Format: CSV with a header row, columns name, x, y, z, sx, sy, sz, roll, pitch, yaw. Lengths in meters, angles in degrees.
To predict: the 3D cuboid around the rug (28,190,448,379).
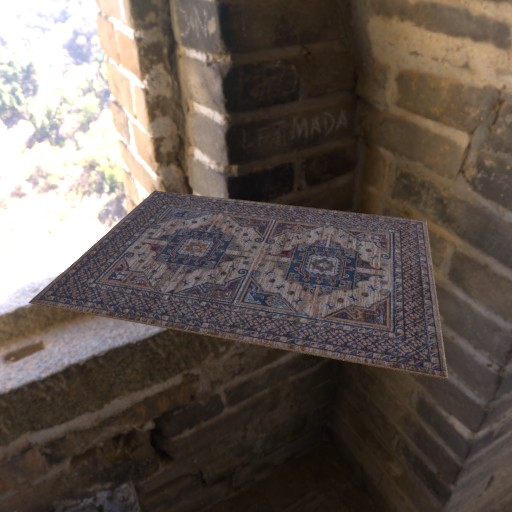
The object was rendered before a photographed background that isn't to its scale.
name,x,y,z,sx,sy,sz,roll,pitch,yaw
rug,0.000,0.000,2.913,2.227,0.008,1.611,8,33,12
